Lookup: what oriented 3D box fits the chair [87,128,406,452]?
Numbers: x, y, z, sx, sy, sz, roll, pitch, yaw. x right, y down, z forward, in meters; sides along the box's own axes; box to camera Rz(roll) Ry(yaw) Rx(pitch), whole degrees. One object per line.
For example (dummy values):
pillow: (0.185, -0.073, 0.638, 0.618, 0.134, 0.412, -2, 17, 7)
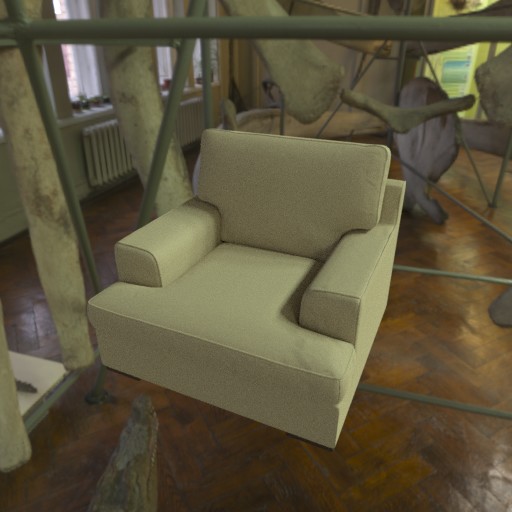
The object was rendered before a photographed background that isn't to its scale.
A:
chair: (0.000, 0.000, 2.138, 1.293, 1.005, 1.274, 8, 28, 15)
